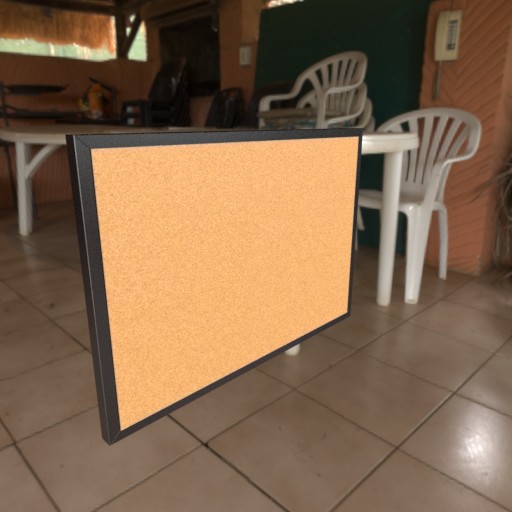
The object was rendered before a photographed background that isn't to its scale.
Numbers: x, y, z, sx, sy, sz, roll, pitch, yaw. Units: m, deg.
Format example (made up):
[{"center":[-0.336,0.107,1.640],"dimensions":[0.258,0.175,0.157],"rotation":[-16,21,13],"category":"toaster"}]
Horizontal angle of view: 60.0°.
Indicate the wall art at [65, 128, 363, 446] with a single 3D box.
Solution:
[{"center":[0.000,0.000,0.839],"dimensions":[0.027,0.458,0.657],"rotation":[16,23,42],"category":"wall art"}]
